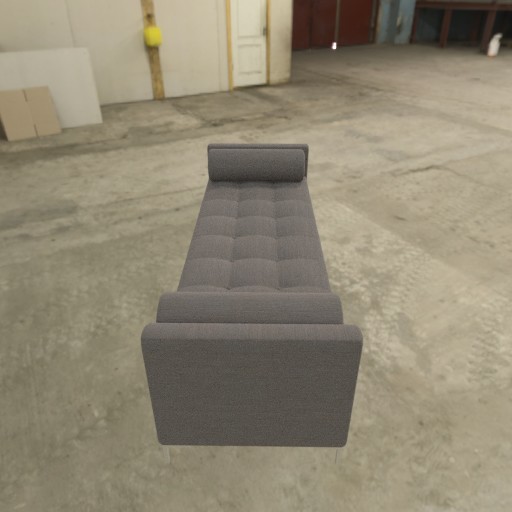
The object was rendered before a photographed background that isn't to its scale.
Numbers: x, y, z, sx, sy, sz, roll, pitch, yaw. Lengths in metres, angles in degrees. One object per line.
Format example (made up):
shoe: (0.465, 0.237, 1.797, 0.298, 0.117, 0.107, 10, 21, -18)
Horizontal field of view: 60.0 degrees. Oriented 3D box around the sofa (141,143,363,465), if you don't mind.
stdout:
sofa: (0.000, 0.000, 2.334, 0.686, 0.635, 1.981, 0, 31, 1)
